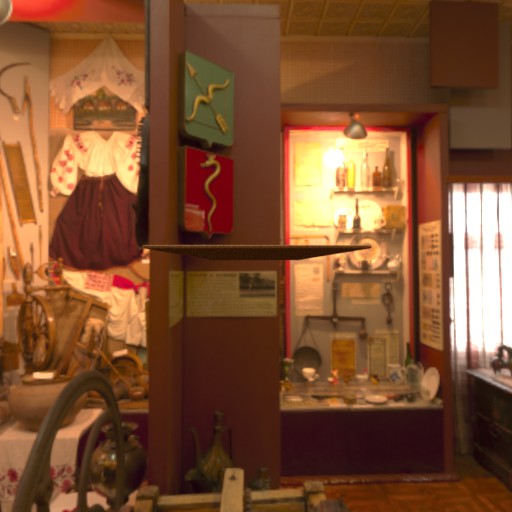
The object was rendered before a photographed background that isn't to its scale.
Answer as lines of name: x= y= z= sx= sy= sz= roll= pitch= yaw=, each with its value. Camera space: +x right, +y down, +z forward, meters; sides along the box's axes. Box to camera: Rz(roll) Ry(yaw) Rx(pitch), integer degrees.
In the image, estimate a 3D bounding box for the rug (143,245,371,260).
rug: x=0.000 y=0.000 z=2.694 sx=0.769 sy=0.012 sz=2.448 roll=0 pitch=-1 yaw=0
